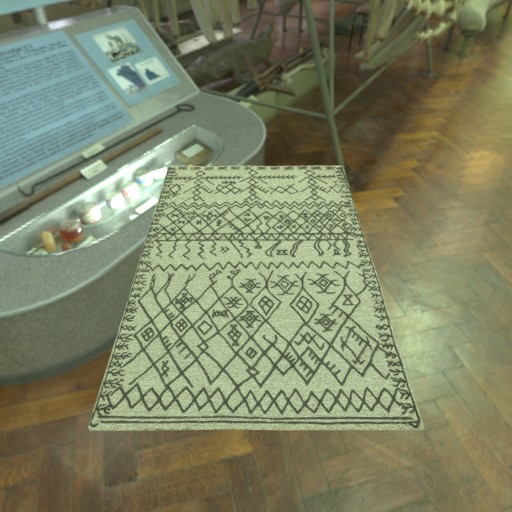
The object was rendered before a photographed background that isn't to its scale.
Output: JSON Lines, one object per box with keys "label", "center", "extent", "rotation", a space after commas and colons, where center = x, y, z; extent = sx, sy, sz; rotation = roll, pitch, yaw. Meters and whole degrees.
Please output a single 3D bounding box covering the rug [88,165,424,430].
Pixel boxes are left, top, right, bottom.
{"label": "rug", "center": [0.000, 0.000, 4.600], "extent": [2.393, 0.019, 3.824], "rotation": [0, 40, 0]}
